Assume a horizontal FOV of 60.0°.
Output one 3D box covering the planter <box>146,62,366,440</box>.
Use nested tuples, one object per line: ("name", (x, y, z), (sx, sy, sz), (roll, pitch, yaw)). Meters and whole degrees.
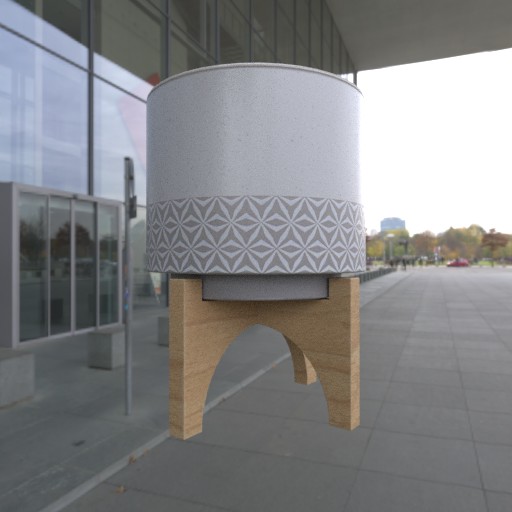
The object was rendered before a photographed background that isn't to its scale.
("planter", (0.000, 0.000, 0.517), (0.249, 0.343, 0.249), (0, 0, 0))
